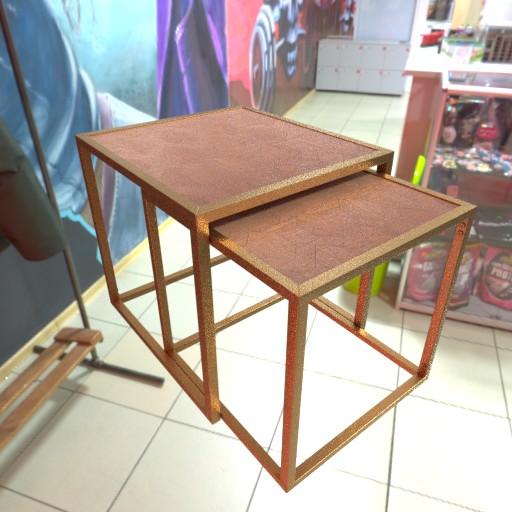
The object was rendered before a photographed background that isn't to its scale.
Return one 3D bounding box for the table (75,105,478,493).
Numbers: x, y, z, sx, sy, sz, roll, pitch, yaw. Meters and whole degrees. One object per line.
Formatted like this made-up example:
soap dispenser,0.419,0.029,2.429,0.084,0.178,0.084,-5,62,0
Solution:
table,0.000,0.000,1.068,0.505,0.505,0.762,-23,38,-32
